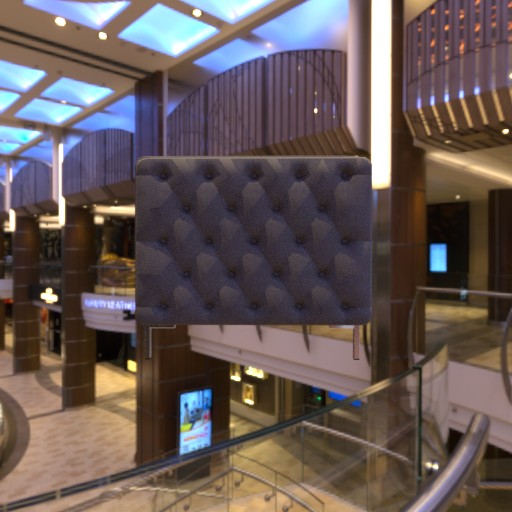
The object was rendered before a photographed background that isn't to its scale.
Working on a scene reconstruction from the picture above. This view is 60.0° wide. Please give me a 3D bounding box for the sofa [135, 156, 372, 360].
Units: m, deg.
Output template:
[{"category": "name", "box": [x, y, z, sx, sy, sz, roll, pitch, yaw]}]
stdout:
[{"category": "sofa", "box": [0.000, 0.000, 2.709, 0.895, 0.771, 2.209, 0, 0, 1]}]
